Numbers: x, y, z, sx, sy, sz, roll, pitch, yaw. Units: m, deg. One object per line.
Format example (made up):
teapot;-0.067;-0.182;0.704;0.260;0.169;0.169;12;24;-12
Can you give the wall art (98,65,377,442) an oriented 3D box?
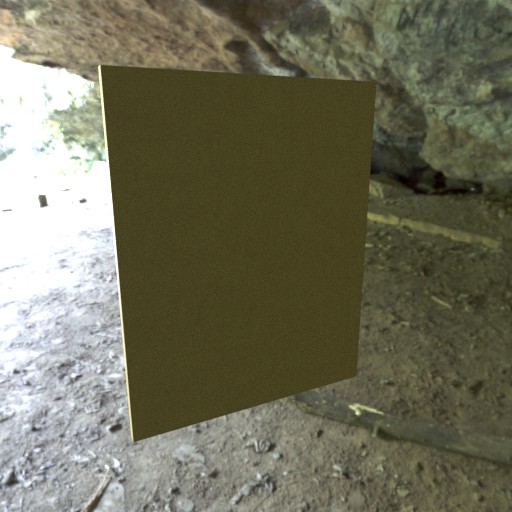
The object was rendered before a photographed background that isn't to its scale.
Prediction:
wall art;0.000;0.000;1.317;0.798;1.002;0.030;-8;17;-25
